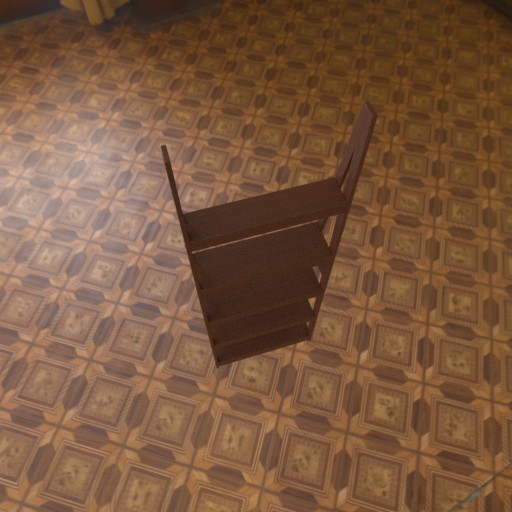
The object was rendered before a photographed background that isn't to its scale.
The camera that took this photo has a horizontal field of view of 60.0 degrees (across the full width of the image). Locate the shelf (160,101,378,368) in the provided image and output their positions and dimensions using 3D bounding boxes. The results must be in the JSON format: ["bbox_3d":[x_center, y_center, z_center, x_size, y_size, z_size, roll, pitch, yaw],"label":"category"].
[{"bbox_3d":[0.000,0.000,2.016,0.600,1.770,0.350,-15,60,-9],"label":"shelf"}]
